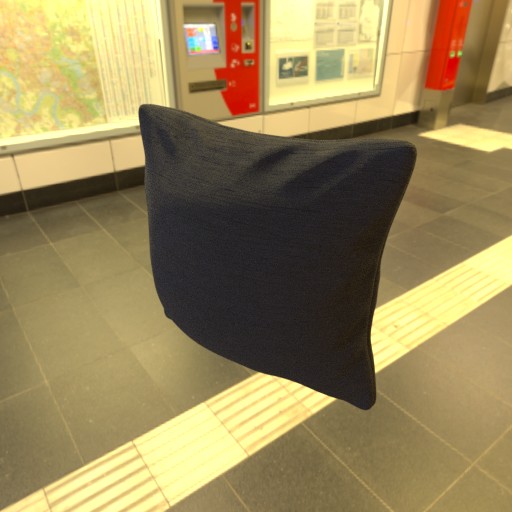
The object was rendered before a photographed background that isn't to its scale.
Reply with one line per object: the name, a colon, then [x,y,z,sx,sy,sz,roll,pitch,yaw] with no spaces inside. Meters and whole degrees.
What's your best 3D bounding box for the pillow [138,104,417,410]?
pillow: [0.000,0.000,0.684,0.432,0.414,0.246,18,34,29]
